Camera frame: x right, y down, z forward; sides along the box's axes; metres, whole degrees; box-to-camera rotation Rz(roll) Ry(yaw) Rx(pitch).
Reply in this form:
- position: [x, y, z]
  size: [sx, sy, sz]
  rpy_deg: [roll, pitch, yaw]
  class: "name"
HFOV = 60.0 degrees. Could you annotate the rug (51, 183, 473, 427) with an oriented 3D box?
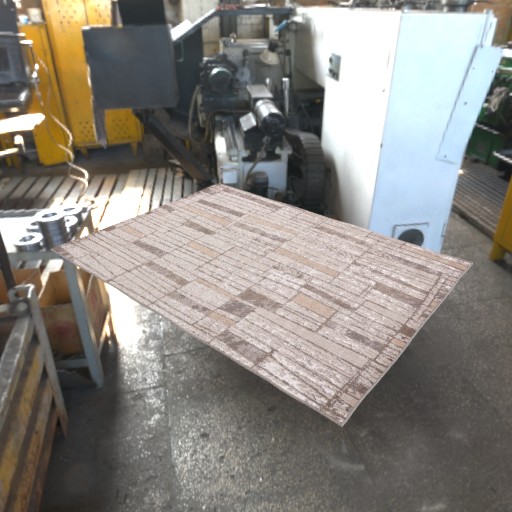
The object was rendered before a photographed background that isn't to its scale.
- position: [0.000, 0.000, 4.333]
  size: [3.357, 0.019, 2.449]
  rpy_deg: [23, 37, 34]
  class: "rug"
